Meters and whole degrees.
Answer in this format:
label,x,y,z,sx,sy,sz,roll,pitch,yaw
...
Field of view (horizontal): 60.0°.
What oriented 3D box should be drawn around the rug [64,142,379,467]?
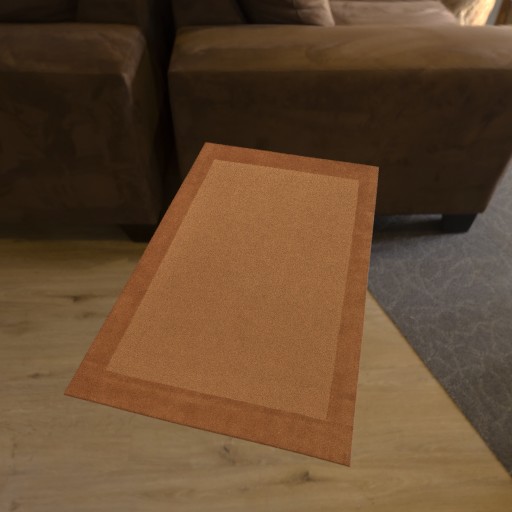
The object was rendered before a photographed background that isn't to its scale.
label,x,y,z,sx,sy,sz,roll,pitch,yaw
rug,0.000,0.000,3.040,1.524,0.014,2.438,10,49,9
